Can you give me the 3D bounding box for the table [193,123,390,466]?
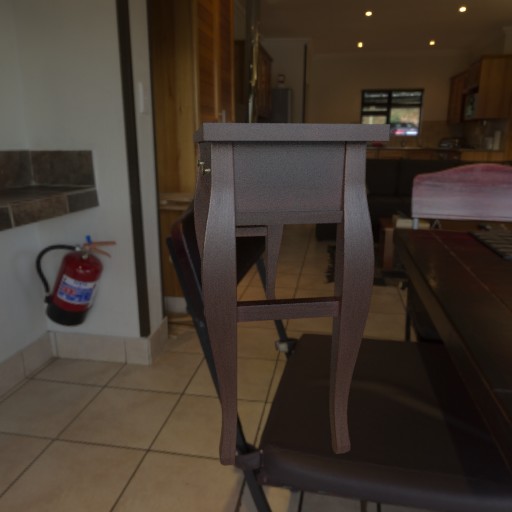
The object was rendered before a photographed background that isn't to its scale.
[{"bbox_3d":[0.000,0.000,1.420,0.373,0.768,1.062,-2,14,-8],"label":"table"}]
